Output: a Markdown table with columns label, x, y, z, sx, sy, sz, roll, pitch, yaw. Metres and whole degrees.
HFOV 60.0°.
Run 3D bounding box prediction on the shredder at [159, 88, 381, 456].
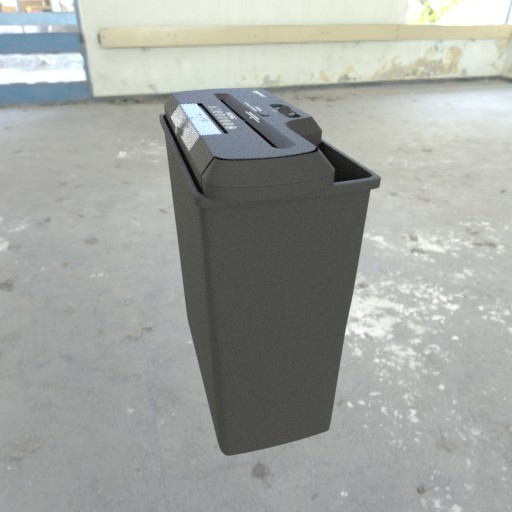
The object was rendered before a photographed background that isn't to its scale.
| label | x | y | z | sx | sy | sz | roll | pitch | yaw |
| --- | --- | --- | --- | --- | --- | --- | --- | --- | --- |
| shredder | 0.000 | 0.000 | 0.518 | 0.170 | 0.335 | 0.320 | -8 | 31 | -14 |
